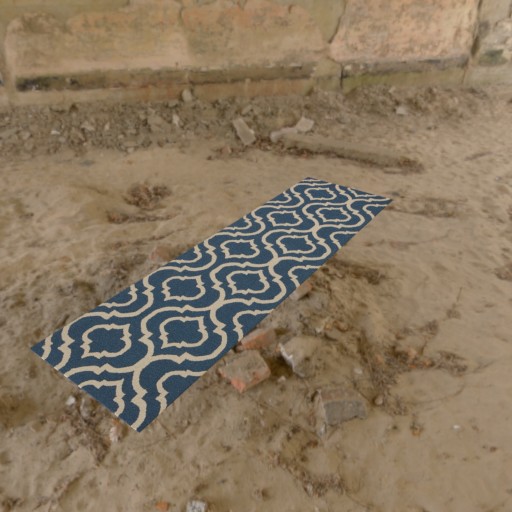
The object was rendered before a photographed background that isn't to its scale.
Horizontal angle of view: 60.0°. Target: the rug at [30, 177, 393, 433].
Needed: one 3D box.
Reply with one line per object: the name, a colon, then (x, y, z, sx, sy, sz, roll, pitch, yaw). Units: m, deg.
rug: (0.000, 0.000, 2.479, 0.685, 0.006, 2.296, 22, 39, 30)
